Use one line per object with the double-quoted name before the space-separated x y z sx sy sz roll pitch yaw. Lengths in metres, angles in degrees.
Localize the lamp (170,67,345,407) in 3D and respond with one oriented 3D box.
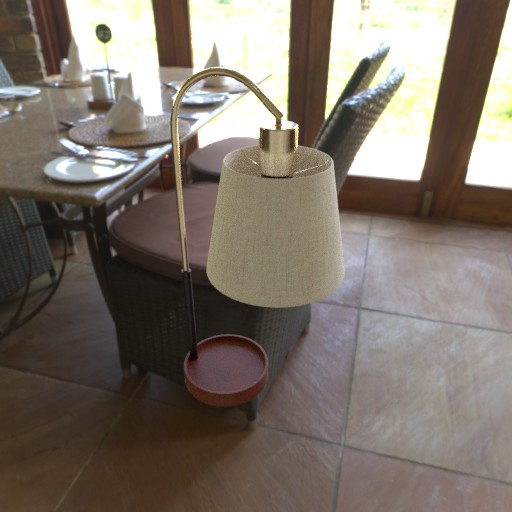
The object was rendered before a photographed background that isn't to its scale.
"lamp" 0.000 0.000 0.684 0.273 0.536 0.211 10 32 16
